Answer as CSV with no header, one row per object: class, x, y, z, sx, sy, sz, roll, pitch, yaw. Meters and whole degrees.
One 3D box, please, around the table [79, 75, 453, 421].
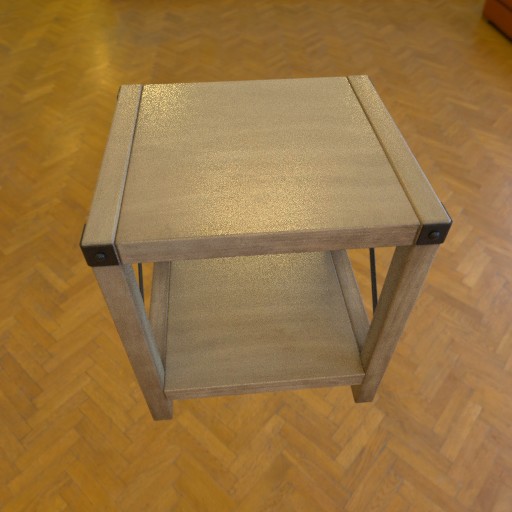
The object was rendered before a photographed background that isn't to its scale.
table,0.000,0.000,0.936,0.510,0.561,0.459,-4,47,-4
